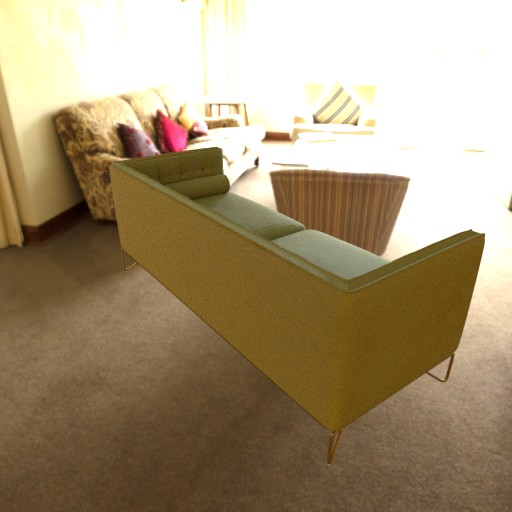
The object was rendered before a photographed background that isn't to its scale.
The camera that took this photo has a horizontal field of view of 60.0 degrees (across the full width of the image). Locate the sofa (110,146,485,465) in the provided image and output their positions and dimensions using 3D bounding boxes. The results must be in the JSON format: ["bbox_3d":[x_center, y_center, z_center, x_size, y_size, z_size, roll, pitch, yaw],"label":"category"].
[{"bbox_3d":[0.000,0.000,2.502,0.867,0.789,2.087,-18,32,-33],"label":"sofa"}]
